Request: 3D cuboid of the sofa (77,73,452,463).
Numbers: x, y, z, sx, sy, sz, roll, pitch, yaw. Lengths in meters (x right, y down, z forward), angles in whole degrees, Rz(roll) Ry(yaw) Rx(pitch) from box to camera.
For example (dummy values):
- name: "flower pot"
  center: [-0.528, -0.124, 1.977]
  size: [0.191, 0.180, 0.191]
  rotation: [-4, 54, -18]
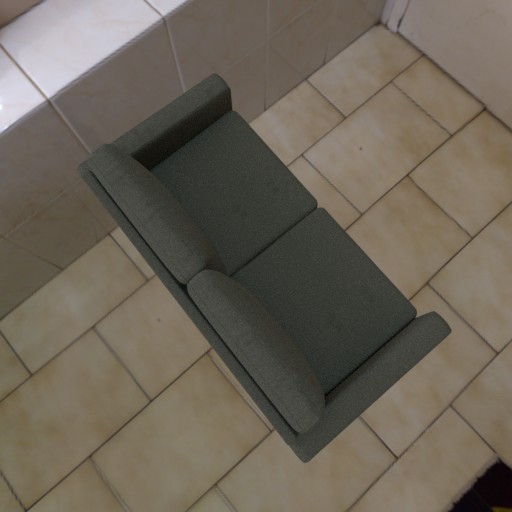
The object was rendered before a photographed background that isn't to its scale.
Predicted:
- name: "sofa"
  center: [0.000, 0.000, 2.268]
  size: [0.889, 0.897, 1.730]
  rotation: [-38, 78, -9]
